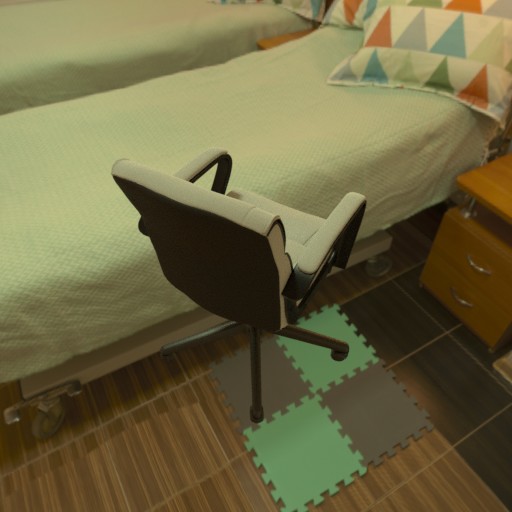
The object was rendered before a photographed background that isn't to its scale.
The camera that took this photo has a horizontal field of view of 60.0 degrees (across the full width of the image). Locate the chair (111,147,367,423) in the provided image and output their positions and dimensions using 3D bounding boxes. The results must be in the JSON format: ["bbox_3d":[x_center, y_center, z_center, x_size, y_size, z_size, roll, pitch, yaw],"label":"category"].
[{"bbox_3d":[0.000,0.000,1.511,0.739,1.004,0.717,23,50,21],"label":"chair"}]
